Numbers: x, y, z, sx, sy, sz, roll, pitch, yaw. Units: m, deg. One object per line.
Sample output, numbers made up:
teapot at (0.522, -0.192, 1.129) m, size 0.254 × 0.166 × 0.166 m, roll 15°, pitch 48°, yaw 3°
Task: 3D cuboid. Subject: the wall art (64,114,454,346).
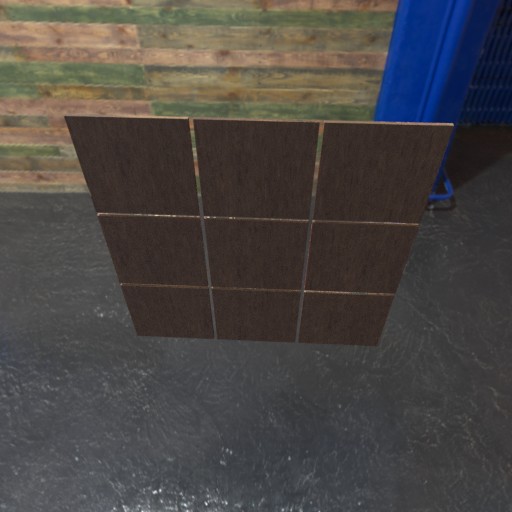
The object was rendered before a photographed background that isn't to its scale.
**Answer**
wall art at (0.000, 0.000, 1.814) m, size 1.215 × 1.213 × 0.013 m, roll 2°, pitch 46°, yaw 2°
